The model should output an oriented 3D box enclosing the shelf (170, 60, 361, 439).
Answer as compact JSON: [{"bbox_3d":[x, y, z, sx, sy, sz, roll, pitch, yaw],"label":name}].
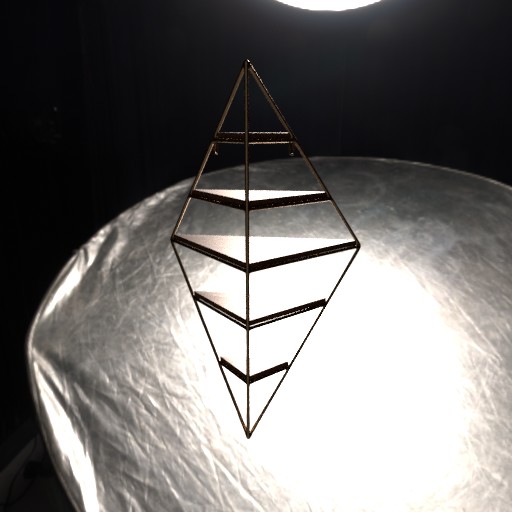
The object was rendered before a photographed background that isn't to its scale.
[{"bbox_3d":[0.000,0.000,1.167,0.564,0.913,0.294,2,16,8],"label":"shelf"}]
